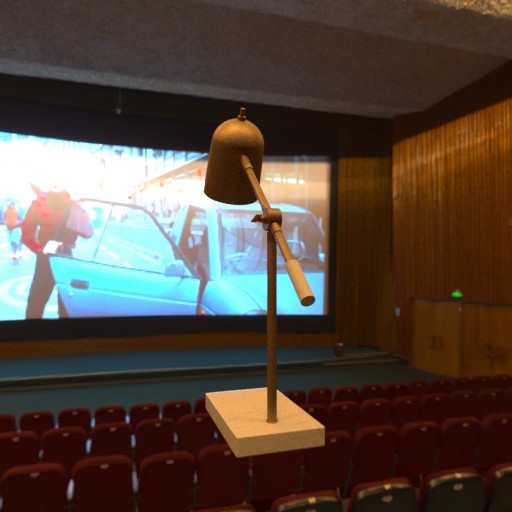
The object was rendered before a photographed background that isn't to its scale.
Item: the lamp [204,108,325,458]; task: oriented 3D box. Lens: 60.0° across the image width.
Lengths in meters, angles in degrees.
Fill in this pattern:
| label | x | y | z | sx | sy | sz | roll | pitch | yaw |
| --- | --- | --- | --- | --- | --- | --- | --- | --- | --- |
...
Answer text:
| label | x | y | z | sx | sy | sz | roll | pitch | yaw |
| --- | --- | --- | --- | --- | --- | --- | --- | --- | --- |
| lamp | 0.000 | 0.000 | 0.808 | 0.144 | 0.603 | 0.471 | 0 | -1 | -18 |
